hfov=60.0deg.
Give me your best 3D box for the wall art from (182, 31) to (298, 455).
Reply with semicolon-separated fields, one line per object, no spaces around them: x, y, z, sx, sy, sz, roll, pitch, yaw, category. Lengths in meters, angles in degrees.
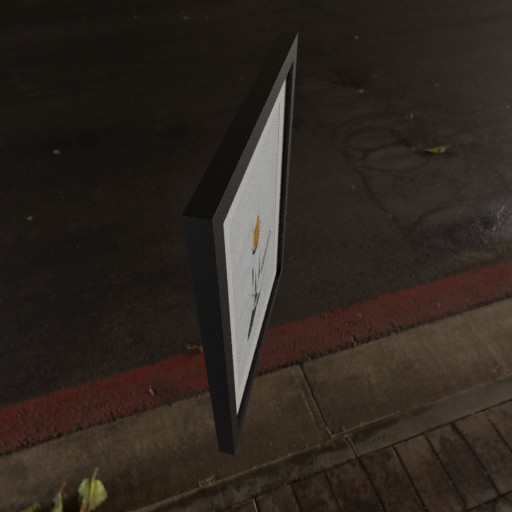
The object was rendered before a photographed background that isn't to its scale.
0.000;0.000;0.747;0.029;0.559;0.457;10;47;9;wall art
